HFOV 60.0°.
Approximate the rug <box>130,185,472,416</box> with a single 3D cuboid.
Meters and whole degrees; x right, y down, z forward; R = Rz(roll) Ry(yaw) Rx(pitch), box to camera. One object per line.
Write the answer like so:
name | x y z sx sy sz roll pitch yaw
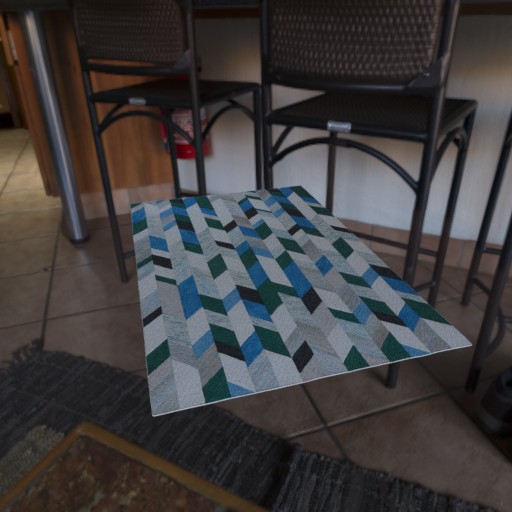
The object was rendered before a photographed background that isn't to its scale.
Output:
rug | 0.000 0.000 2.337 1.229 0.005 1.827 -8 30 -14
